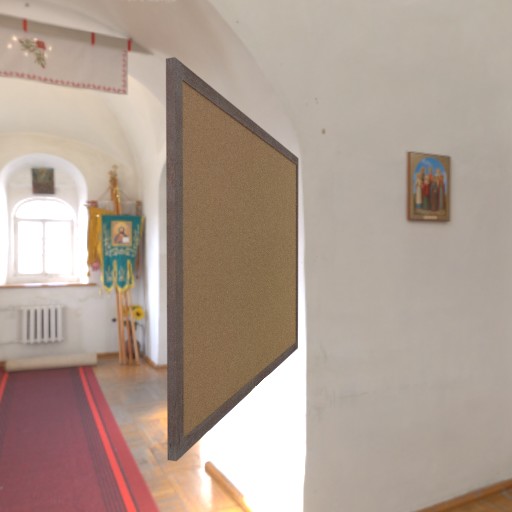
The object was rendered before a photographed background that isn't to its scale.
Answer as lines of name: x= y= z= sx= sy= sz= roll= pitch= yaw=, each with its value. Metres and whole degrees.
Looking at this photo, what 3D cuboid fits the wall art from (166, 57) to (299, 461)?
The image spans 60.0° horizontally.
wall art: x=0.000 y=0.000 z=1.330 sx=0.019 sy=0.774 sz=1.012 roll=0 pitch=1 yaw=19
